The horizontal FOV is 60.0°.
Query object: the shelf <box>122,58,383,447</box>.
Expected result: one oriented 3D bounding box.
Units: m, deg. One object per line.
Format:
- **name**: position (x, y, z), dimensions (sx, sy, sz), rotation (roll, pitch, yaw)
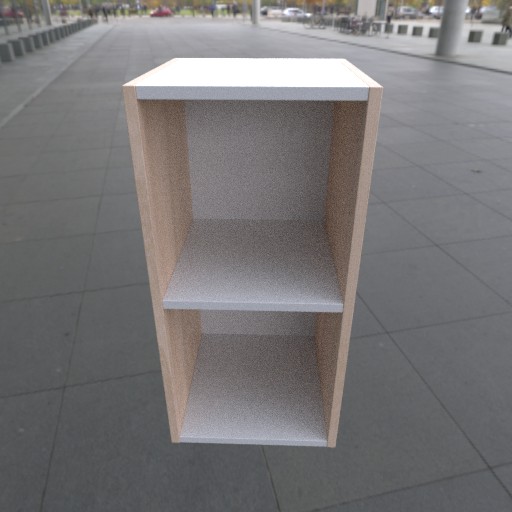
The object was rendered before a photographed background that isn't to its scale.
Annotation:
- **shelf**: position (0.000, 0.000, 0.761), dimensions (0.290, 0.594, 0.297), rotation (1, 29, 2)
